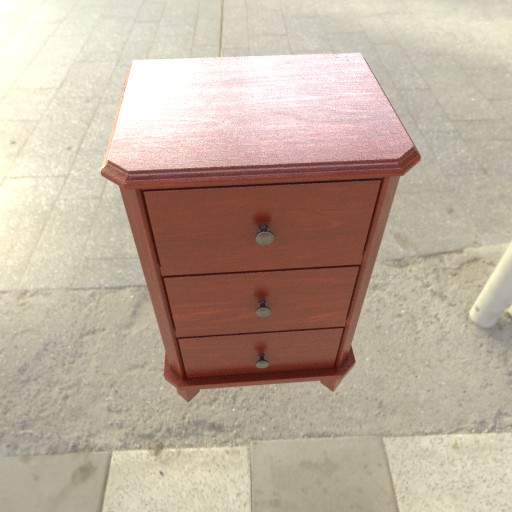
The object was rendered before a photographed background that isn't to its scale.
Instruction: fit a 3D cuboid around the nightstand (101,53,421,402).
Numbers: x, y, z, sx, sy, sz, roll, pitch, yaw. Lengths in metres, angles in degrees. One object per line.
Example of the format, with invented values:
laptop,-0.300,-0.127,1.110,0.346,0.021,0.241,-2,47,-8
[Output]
nightstand,0.000,0.000,0.929,0.435,0.681,0.351,-3,47,-3
